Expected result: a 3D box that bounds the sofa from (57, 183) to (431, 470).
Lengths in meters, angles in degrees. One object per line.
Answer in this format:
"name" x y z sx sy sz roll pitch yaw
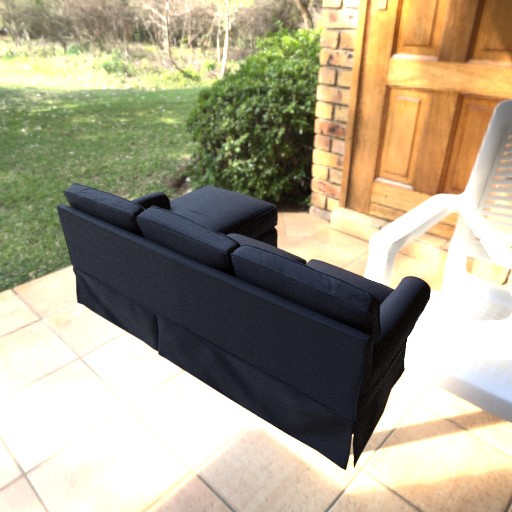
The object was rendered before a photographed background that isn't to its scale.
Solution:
"sofa" 0.000 0.000 3.283 2.518 1.039 1.637 21 36 32
